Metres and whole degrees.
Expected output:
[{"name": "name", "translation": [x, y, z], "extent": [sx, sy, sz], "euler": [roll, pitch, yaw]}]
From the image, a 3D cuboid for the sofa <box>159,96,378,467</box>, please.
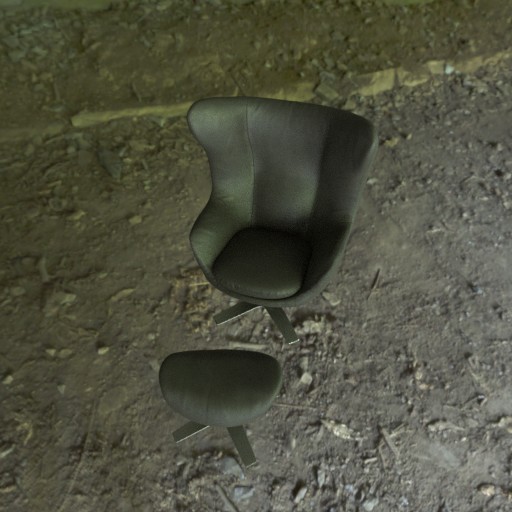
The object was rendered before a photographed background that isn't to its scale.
[{"name": "sofa", "translation": [0.000, 0.000, 2.112], "extent": [0.894, 1.135, 1.444], "euler": [13, 43, 14]}]
